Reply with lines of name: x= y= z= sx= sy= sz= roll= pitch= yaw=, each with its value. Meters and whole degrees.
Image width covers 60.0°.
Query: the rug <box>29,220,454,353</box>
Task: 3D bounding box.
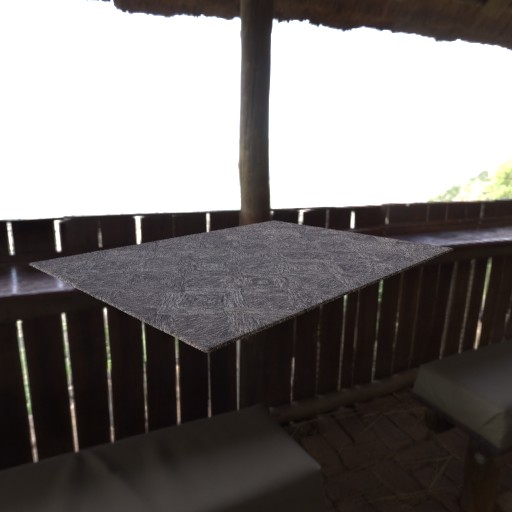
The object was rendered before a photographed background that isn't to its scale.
rug: x=0.000 y=0.000 z=4.158 sx=2.448 sy=0.017 sz=3.204 roll=13 pitch=19 yaw=43
